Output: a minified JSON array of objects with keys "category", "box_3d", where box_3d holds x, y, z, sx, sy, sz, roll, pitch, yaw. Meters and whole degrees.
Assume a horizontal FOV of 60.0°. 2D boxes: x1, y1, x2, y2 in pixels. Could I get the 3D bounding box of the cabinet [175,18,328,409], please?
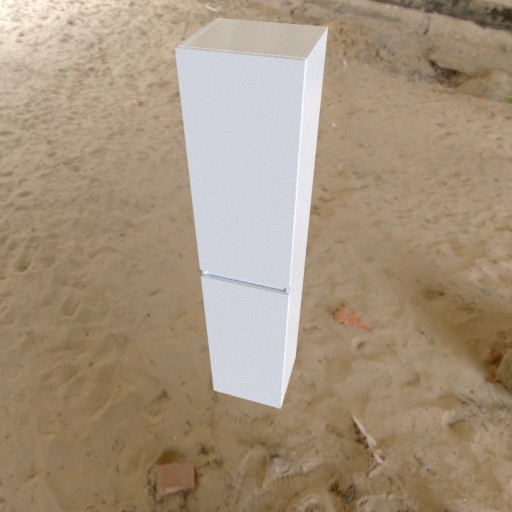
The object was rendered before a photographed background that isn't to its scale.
[{"category":"cabinet","box_3d":[0.000,0.000,1.523,0.300,1.400,0.270,11,43,13]}]
